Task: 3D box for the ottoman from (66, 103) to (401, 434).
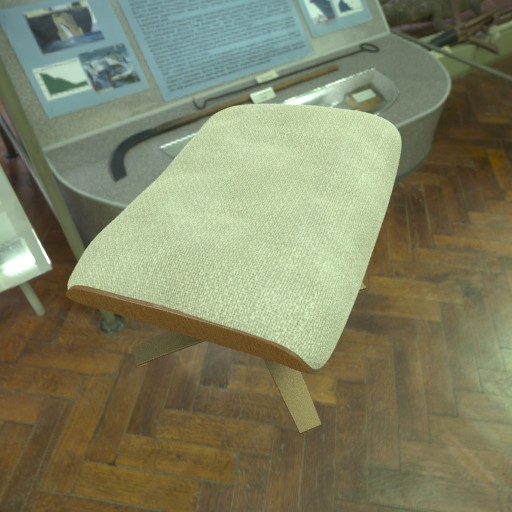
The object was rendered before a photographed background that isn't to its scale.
[{"bbox_3d":[0.000,0.000,0.804,0.394,0.391,0.520,17,49,16],"label":"ottoman"}]
